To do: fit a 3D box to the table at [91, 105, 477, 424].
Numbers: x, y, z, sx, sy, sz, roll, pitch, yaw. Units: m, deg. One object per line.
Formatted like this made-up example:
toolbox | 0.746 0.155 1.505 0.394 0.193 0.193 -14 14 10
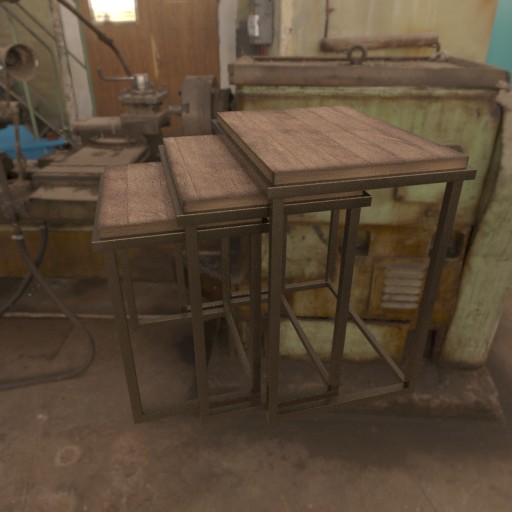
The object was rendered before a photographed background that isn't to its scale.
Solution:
table | 0.000 0.000 1.119 0.706 0.610 0.559 -7 29 -13
